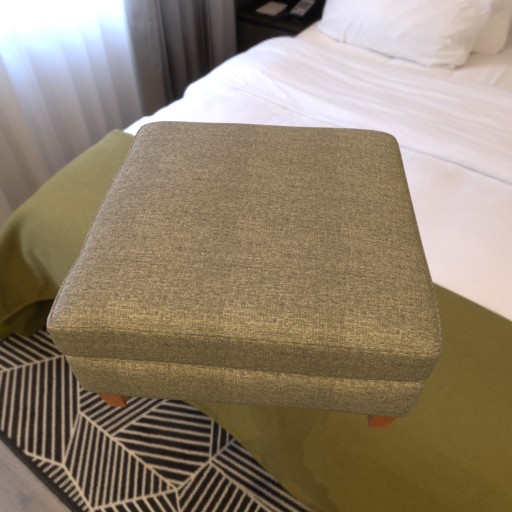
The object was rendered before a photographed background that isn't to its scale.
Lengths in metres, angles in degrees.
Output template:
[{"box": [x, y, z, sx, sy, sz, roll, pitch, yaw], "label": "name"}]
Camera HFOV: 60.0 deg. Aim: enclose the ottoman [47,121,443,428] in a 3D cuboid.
[{"box": [0.000, 0.000, 1.296, 0.838, 0.481, 0.838, 3, 47, 3], "label": "ottoman"}]
